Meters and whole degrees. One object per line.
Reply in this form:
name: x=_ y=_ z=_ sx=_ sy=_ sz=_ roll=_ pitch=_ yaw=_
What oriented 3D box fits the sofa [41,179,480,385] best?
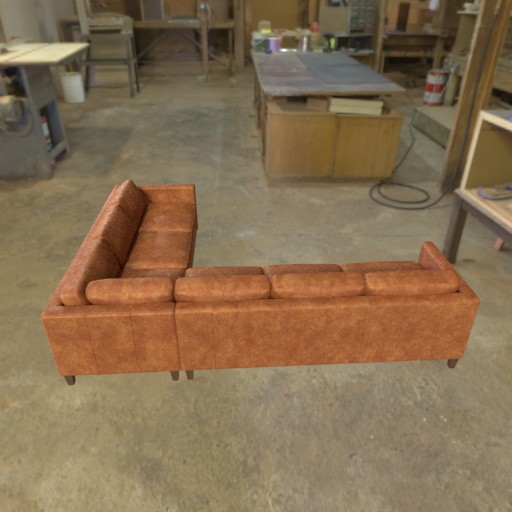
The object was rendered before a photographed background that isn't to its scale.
sofa: x=0.000 y=0.000 z=4.313 sx=3.167 sy=0.838 sz=2.438 roll=-2 pitch=31 yaw=-3
